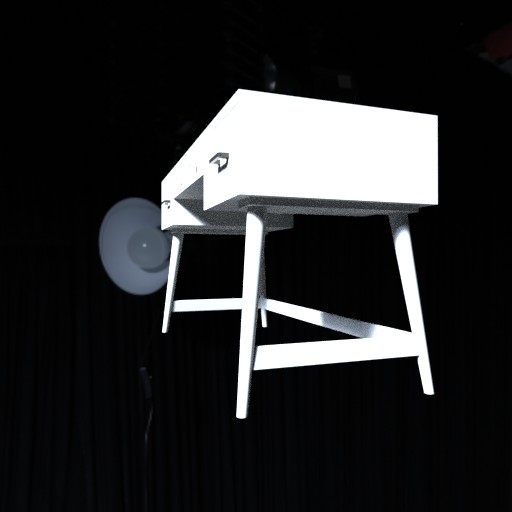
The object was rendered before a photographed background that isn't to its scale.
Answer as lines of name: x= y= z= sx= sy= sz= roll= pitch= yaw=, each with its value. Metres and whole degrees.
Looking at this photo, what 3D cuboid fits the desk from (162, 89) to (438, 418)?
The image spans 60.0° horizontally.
desk: x=0.000 y=0.000 z=1.733 sx=0.589 sy=0.762 sz=1.313 roll=0 pitch=0 yaw=-20
